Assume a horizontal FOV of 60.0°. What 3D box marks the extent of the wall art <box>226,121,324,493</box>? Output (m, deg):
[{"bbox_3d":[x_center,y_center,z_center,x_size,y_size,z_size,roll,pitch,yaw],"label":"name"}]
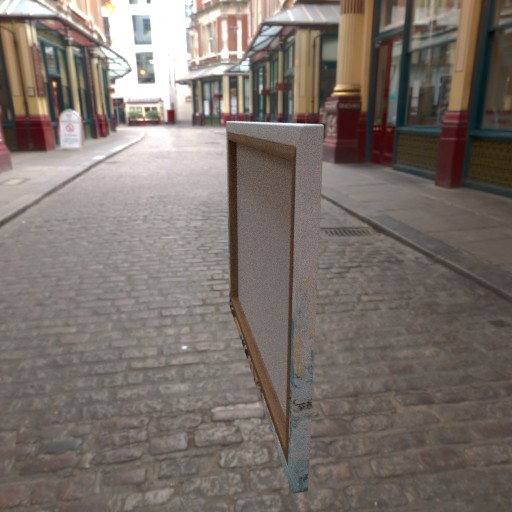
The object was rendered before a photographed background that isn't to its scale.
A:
[{"bbox_3d":[0.000,0.000,1.319,0.038,0.762,1.016,-3,17,-10],"label":"wall art"}]
